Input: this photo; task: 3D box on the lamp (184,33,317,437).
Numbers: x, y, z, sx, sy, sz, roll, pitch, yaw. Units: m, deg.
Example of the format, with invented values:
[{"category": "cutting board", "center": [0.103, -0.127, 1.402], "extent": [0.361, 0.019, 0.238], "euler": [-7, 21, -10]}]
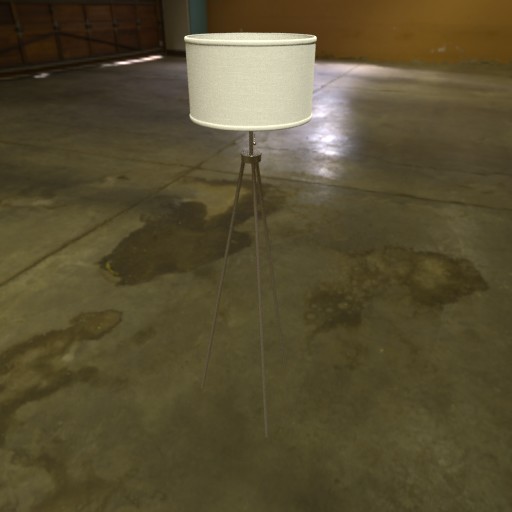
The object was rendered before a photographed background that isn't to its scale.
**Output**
[{"category": "lamp", "center": [0.000, 0.000, 1.739], "extent": [0.448, 1.545, 0.458], "euler": [-12, 31, -20]}]
